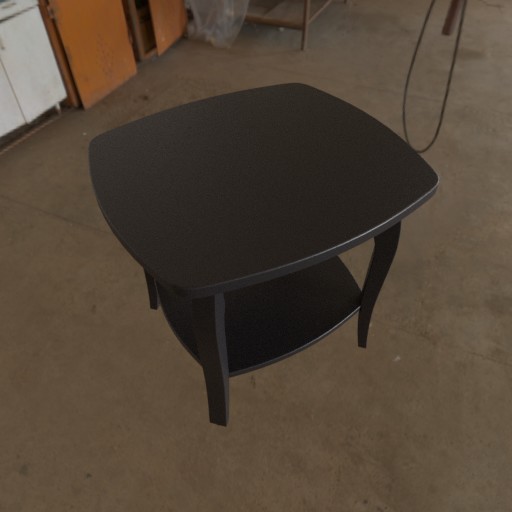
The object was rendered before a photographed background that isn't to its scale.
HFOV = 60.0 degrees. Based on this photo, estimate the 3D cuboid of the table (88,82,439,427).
[{"bbox_3d":[0.000,0.000,0.882,0.508,0.457,0.457,-23,50,-20],"label":"table"}]
